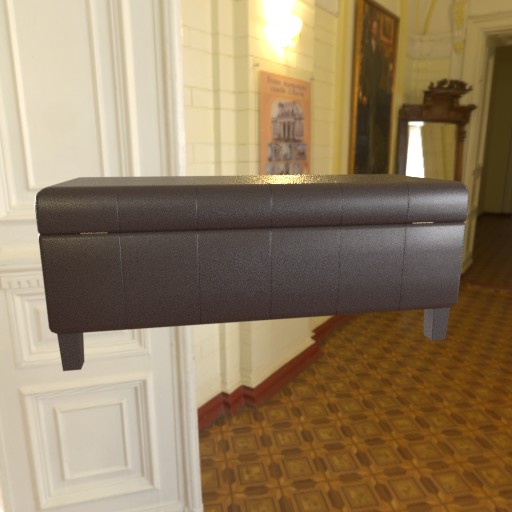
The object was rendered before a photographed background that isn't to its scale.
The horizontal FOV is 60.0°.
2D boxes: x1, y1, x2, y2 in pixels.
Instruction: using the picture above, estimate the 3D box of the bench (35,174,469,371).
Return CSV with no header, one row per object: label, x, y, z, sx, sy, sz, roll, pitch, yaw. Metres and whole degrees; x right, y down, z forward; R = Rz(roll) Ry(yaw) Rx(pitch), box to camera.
bench,0.000,0.000,1.332,1.092,0.457,0.429,-2,14,-10
